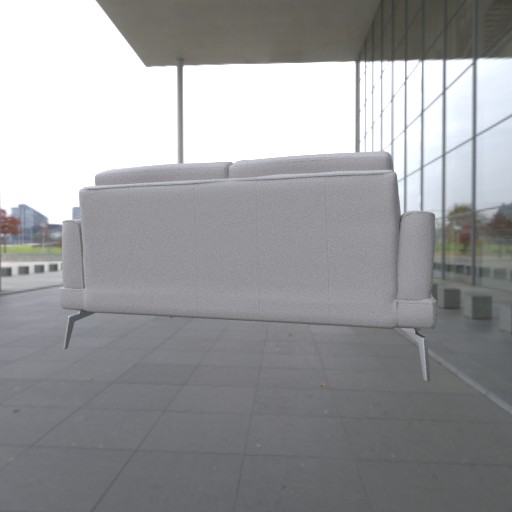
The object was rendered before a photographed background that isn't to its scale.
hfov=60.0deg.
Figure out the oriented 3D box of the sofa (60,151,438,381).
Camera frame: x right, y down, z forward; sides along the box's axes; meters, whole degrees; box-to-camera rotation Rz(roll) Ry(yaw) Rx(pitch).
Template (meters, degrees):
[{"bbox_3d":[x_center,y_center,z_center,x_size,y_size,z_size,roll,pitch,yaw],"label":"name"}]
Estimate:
[{"bbox_3d":[0.000,0.000,2.460,1.819,0.930,1.121,0,1,18],"label":"sofa"}]
